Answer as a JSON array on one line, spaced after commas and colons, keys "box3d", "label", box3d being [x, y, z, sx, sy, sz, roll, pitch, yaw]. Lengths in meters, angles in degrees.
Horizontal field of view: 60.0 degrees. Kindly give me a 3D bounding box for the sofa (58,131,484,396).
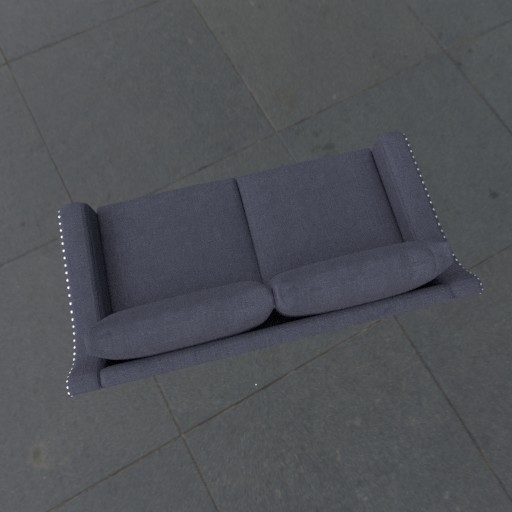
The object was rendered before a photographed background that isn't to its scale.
[{"box3d": [0.000, 0.000, 3.169, 2.550, 1.196, 1.336, -13, 74, -4], "label": "sofa"}]
